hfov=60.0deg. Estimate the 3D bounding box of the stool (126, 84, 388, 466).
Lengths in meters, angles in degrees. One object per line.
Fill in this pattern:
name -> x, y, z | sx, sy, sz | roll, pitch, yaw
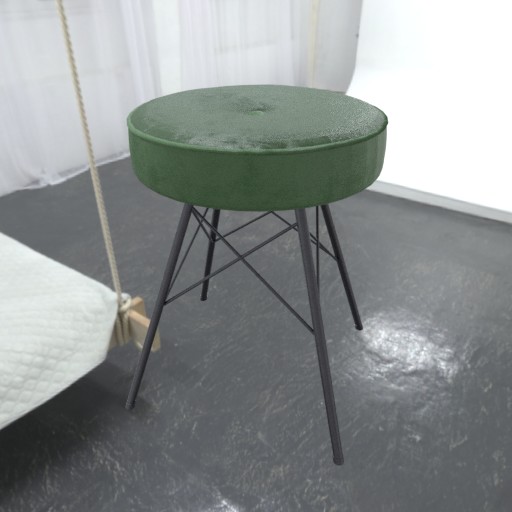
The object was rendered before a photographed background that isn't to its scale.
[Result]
stool -> 0.000, 0.000, 0.885 | 0.457, 0.595, 0.430 | 9, 32, 14
